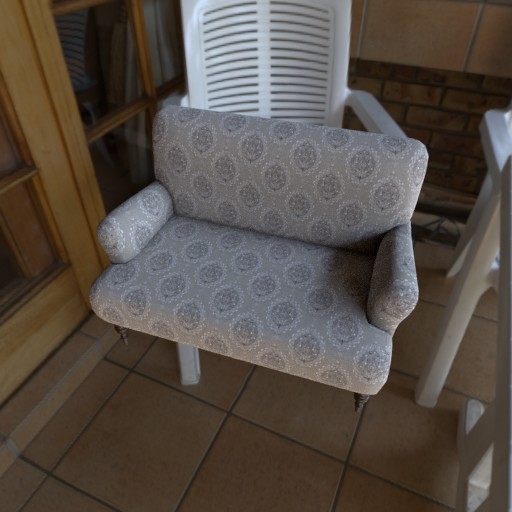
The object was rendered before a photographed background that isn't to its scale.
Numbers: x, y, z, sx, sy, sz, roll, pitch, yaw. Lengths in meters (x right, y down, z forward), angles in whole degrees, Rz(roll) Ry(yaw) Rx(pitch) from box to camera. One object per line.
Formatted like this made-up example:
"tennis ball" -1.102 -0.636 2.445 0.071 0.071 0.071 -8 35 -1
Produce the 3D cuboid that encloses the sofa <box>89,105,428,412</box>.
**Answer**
"sofa" 0.000 0.000 1.877 1.297 0.889 0.779 12 42 14
